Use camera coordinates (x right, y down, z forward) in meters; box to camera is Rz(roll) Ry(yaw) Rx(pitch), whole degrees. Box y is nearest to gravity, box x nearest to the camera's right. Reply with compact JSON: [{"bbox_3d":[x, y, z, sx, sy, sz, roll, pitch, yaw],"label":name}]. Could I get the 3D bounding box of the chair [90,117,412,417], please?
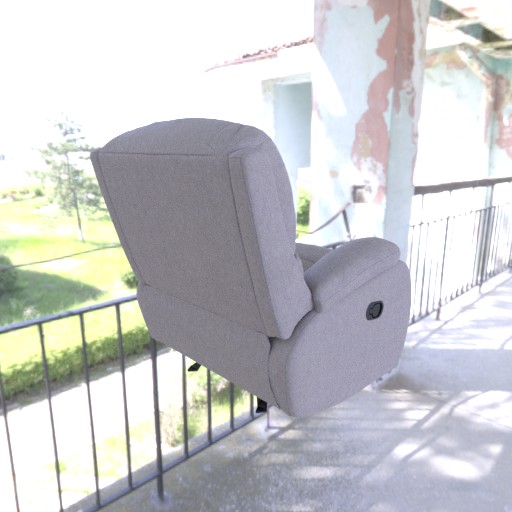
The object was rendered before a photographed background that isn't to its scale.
[{"bbox_3d":[0.000,0.000,1.738,0.899,1.011,0.930,-13,19,-42],"label":"chair"}]
